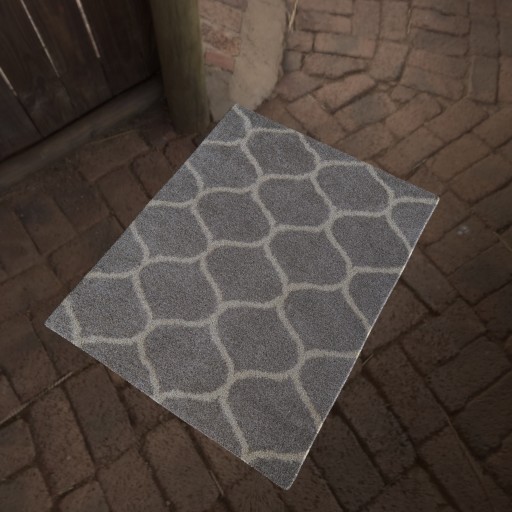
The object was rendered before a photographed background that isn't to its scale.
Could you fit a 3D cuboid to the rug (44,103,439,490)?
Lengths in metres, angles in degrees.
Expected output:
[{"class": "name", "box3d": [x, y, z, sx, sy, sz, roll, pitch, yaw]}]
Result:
[{"class": "rug", "box3d": [0.000, 0.000, 4.052, 2.399, 0.026, 3.000, 29, 66, 14]}]
